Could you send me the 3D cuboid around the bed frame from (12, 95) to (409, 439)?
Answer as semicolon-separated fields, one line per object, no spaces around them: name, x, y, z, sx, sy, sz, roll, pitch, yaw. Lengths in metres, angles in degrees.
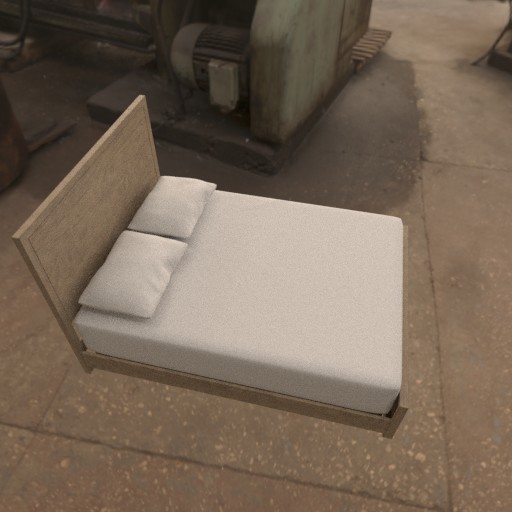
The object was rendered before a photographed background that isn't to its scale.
bed frame;0.000;0.000;3.125;2.189;1.369;1.606;10;47;9
